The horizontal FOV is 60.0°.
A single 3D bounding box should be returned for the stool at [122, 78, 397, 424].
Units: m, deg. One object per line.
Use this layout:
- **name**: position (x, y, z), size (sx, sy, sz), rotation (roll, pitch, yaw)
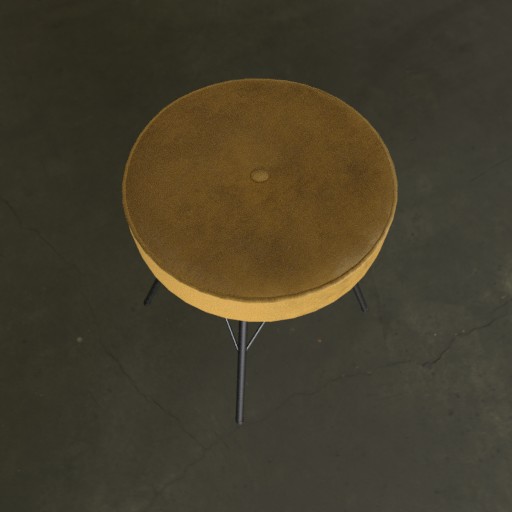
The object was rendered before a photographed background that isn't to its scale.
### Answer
- **stool**: position (0.000, 0.000, 0.937), size (0.472, 0.595, 0.438), rotation (-35, 68, -17)
